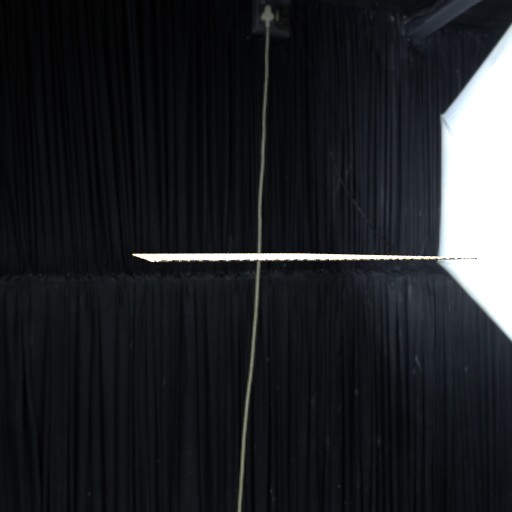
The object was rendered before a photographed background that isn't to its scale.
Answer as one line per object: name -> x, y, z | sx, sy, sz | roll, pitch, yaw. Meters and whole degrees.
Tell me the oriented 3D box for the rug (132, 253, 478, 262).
rug -> 0.000, 0.000, 2.368 | 1.219, 0.008, 1.828 | 0, 1, -17
